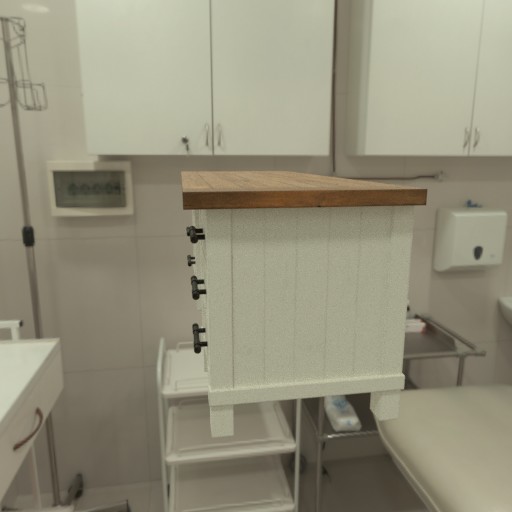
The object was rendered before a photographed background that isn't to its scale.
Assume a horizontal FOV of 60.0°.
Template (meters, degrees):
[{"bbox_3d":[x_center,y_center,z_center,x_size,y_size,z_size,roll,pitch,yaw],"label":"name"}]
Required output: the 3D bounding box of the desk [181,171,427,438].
[{"bbox_3d":[0.000,0.000,2.157,0.688,0.760,1.803,-2,13,-9],"label":"desk"}]
